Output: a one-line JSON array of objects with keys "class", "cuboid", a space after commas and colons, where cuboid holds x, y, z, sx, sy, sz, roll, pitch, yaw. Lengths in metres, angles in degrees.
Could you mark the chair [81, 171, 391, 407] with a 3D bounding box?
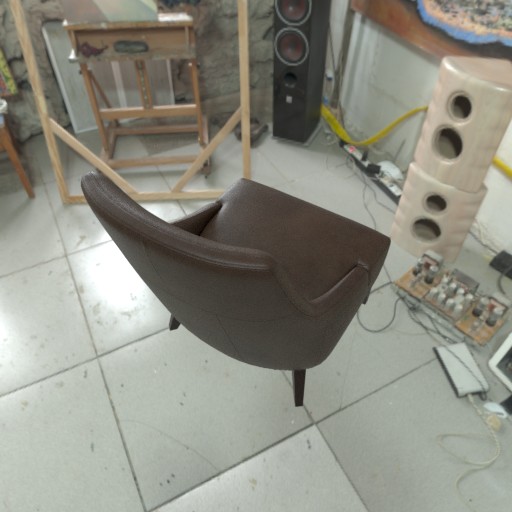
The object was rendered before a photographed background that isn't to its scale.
[{"class": "chair", "cuboid": [0.000, 0.000, 1.490, 0.701, 0.909, 0.861, 26, 52, 22]}]
